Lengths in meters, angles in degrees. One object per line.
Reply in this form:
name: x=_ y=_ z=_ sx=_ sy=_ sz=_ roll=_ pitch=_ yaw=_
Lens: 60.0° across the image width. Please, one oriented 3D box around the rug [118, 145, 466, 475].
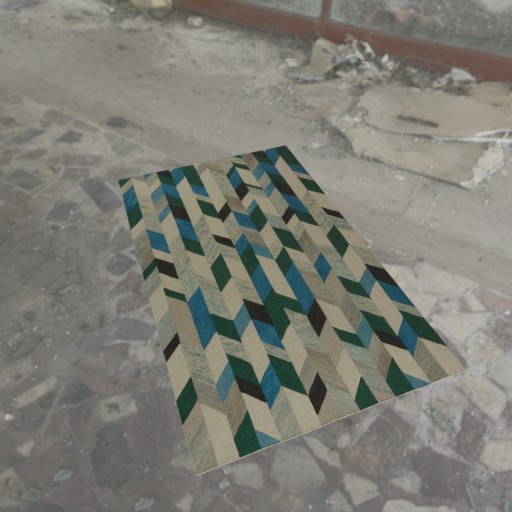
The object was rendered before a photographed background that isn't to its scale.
rug: x=0.000 y=0.000 z=2.995 sx=1.507 sy=0.007 sz=2.433 roll=-15 pitch=47 yaw=-14
